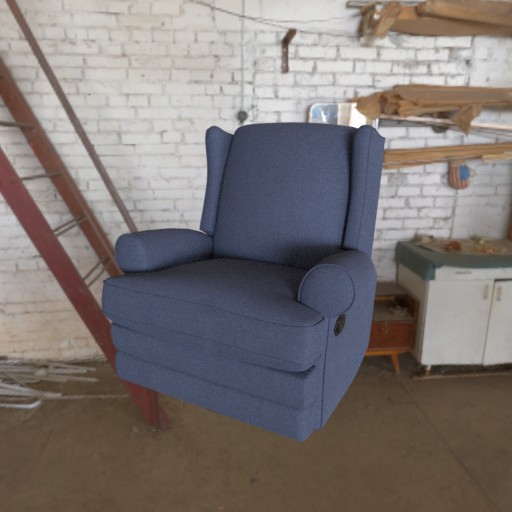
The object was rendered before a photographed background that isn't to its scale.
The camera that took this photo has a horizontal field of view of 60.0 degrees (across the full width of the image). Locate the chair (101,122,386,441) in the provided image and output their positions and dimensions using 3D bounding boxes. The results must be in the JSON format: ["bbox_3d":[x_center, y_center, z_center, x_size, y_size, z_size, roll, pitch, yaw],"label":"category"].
[{"bbox_3d":[0.000,0.000,1.745,0.971,1.020,0.877,8,18,28],"label":"chair"}]
